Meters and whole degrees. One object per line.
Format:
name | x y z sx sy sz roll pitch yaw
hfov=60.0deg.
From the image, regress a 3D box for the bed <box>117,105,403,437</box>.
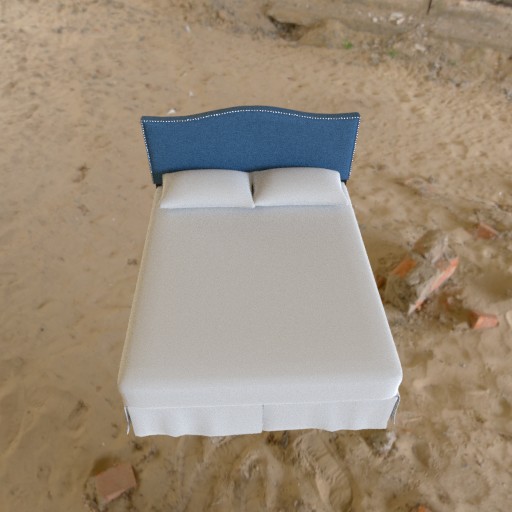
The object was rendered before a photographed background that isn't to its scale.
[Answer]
bed | 0.000 0.000 2.893 1.610 1.169 1.872 -2 45 -2
